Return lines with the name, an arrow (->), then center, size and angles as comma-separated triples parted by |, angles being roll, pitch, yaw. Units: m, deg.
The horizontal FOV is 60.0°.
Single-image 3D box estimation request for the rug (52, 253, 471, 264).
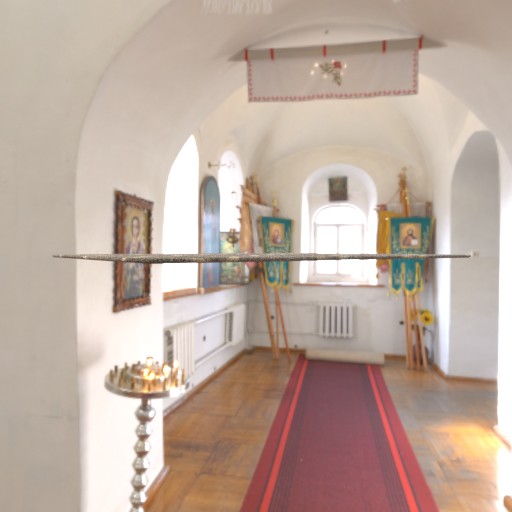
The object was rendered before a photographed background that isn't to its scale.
rug -> 0.000, 0.000, 4.029 | 3.000, 0.026, 2.399 | -1, 1, -35
